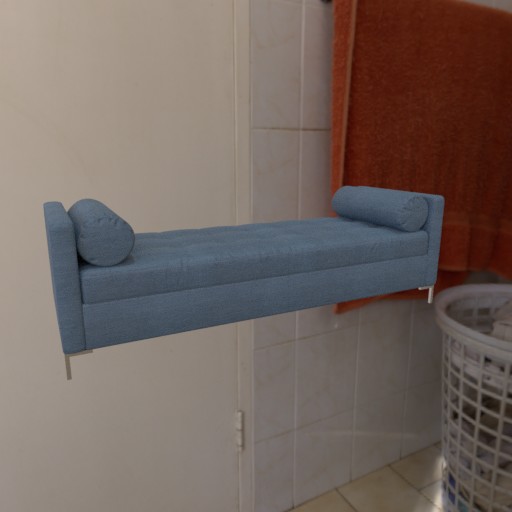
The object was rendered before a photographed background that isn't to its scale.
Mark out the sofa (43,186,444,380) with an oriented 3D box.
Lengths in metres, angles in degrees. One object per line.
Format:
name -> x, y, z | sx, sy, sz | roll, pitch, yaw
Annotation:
sofa -> 0.000, 0.000, 2.361 | 1.981, 0.635, 0.686 | -7, 16, -26
